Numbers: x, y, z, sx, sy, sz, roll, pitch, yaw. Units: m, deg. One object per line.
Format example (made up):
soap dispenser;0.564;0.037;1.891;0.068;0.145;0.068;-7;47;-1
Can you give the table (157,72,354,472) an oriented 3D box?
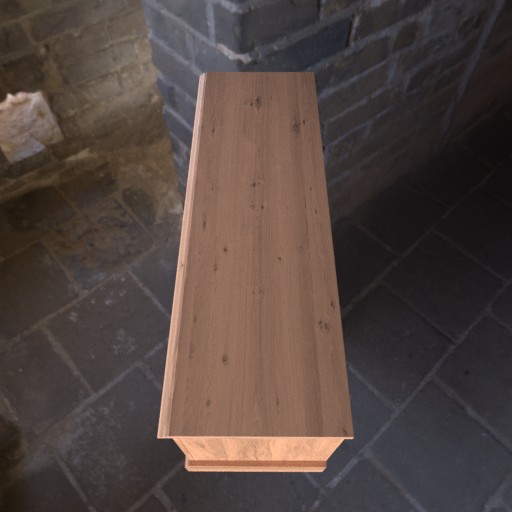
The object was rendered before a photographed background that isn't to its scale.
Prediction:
table;0.000;0.000;1.434;0.400;0.510;1.200;0;57;0
